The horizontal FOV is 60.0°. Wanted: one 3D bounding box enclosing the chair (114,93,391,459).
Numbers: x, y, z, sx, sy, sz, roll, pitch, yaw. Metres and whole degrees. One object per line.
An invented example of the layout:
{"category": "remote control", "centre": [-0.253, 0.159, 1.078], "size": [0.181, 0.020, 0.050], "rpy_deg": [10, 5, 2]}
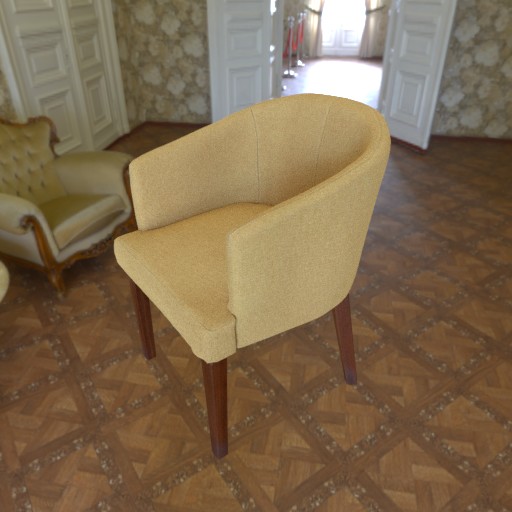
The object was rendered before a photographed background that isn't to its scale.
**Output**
{"category": "chair", "centre": [0.000, 0.000, 1.278], "size": [0.655, 0.811, 0.583], "rpy_deg": [-21, 36, -31]}
